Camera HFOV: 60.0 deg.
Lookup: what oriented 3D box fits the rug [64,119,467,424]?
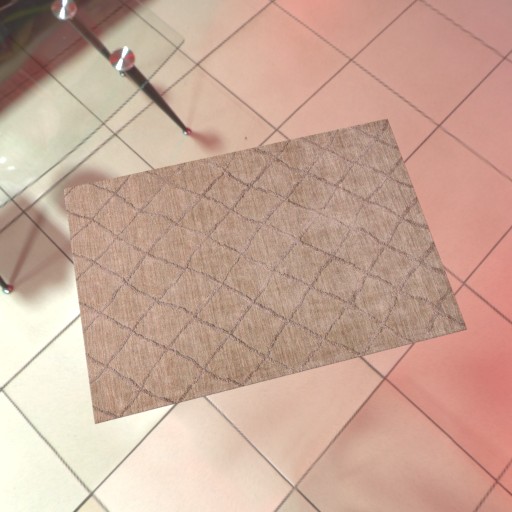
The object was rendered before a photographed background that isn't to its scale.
[{"bbox_3d":[0.000,0.000,2.838,2.280,0.015,1.521,-13,74,-4],"label":"rug"}]
